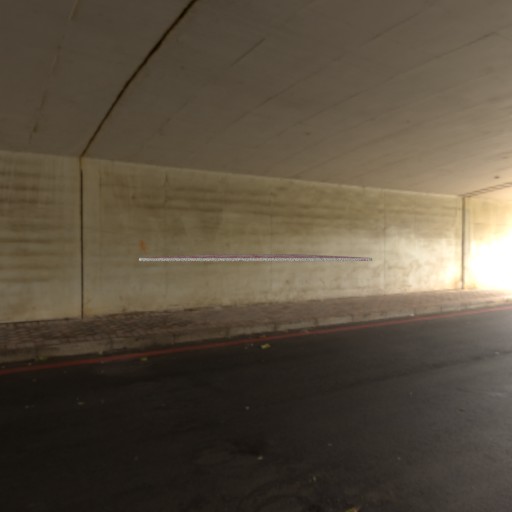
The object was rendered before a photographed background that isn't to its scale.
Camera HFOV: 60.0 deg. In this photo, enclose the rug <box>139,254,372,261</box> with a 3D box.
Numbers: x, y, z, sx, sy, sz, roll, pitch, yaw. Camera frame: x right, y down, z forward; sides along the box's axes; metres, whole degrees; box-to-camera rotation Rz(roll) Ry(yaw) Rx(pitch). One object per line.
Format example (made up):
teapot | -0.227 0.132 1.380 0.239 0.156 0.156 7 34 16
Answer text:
rug | 0.000 0.000 2.682 0.787 0.011 2.458 0 1 0
